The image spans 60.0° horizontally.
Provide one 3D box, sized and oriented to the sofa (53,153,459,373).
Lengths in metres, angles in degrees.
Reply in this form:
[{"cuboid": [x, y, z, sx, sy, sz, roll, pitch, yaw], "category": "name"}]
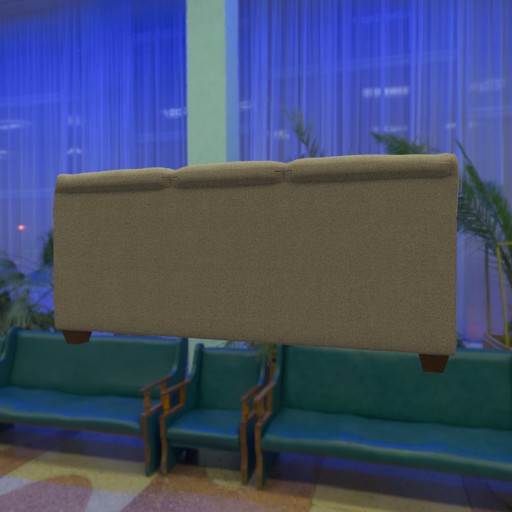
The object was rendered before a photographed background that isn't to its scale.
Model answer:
[{"cuboid": [0.000, 0.000, 2.548, 2.024, 0.958, 0.997, 0, 1, 18], "category": "sofa"}]
